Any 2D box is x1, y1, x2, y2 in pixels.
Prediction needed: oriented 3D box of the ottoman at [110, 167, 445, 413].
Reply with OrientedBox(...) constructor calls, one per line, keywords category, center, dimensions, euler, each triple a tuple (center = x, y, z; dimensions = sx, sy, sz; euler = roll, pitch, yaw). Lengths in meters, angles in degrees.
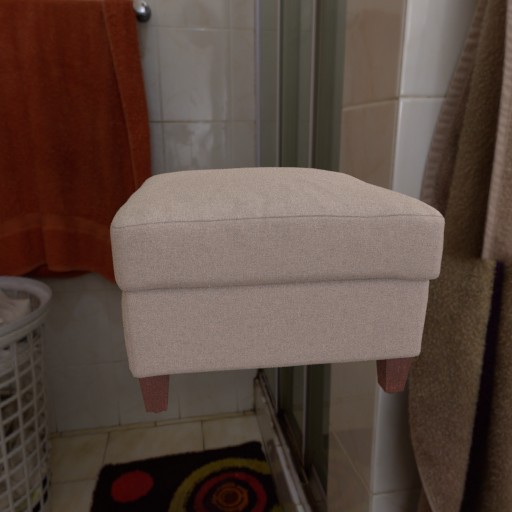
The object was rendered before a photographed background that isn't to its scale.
OrientedBox(category="ottoman", center=(0.000, 0.000, 1.335), dimensions=(0.692, 0.511, 0.902), euler=(-2, 16, -8))
